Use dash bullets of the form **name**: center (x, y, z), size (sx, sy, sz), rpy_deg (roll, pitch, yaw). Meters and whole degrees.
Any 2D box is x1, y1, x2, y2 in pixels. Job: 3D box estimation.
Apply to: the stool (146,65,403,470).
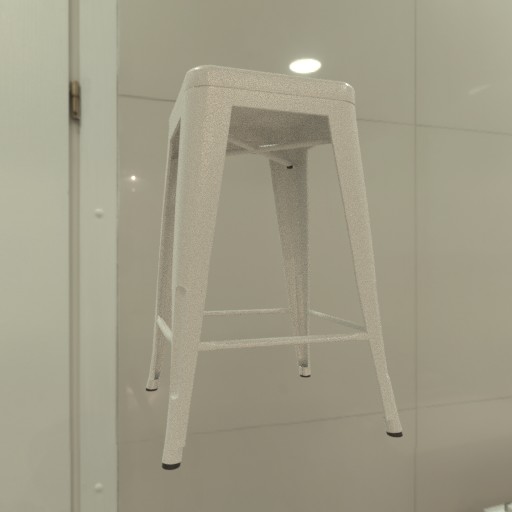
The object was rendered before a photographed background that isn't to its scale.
- **stool**: center (0.000, 0.000, 0.883), size (0.406, 0.610, 0.406), rpy_deg (0, 0, -17)
